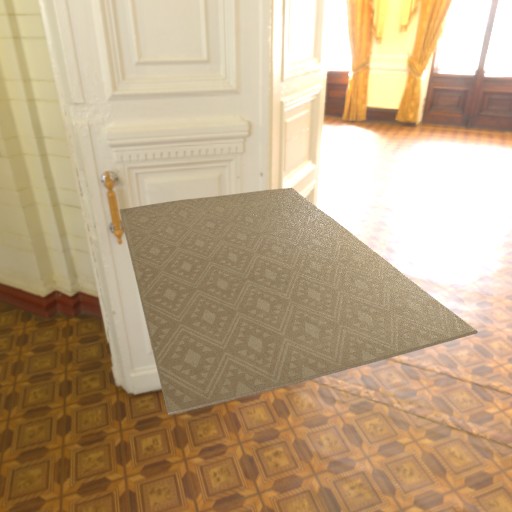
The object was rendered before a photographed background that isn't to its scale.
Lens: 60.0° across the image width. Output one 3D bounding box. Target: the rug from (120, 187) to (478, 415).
[{"bbox_3d":[0.000,0.000,2.349,1.252,0.034,1.829,-10,30,-17],"label":"rug"}]
